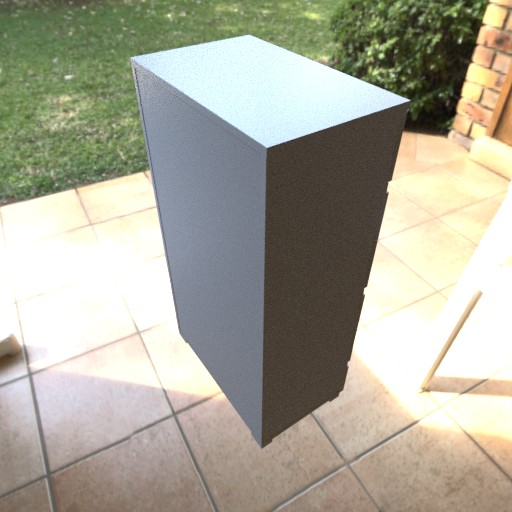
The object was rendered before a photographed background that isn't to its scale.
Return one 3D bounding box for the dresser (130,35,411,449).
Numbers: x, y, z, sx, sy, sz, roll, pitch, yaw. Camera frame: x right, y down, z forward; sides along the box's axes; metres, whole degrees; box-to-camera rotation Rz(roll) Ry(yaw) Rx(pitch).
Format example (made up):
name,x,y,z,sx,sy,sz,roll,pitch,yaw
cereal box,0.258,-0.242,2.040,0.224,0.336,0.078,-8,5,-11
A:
name,x,y,z,sx,sy,sz,roll,pitch,yaw
dresser,0.000,0.000,1.502,0.400,1.190,0.650,-24,46,-25
